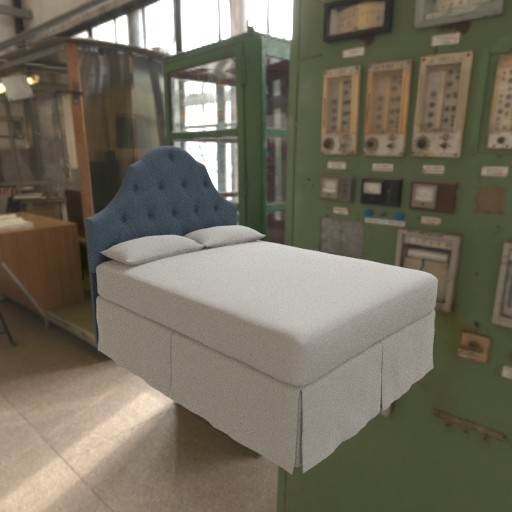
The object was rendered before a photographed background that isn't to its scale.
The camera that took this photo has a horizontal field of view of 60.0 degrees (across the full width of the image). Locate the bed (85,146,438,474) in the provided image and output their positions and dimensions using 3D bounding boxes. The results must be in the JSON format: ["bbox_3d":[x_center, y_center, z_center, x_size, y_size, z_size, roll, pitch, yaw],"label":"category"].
[{"bbox_3d":[0.000,0.000,3.221,2.155,1.575,1.636,13,18,43],"label":"bed"}]
